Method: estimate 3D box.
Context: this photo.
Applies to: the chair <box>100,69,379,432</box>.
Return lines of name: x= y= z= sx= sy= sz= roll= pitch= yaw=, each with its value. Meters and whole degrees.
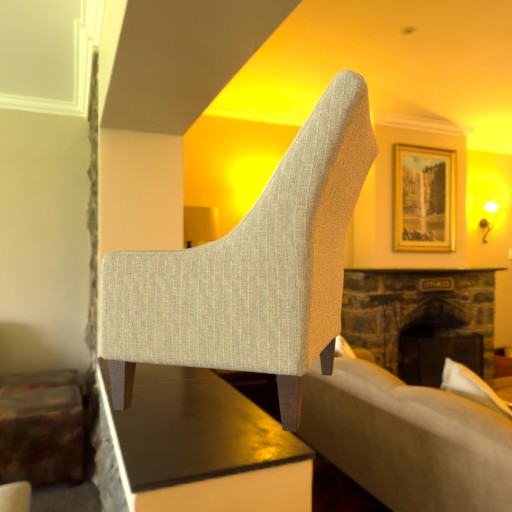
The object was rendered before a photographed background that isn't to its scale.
chair: x=0.000 y=0.000 z=1.672 sx=0.870 sy=1.014 sz=0.774 roll=0 pitch=-1 yaw=18
